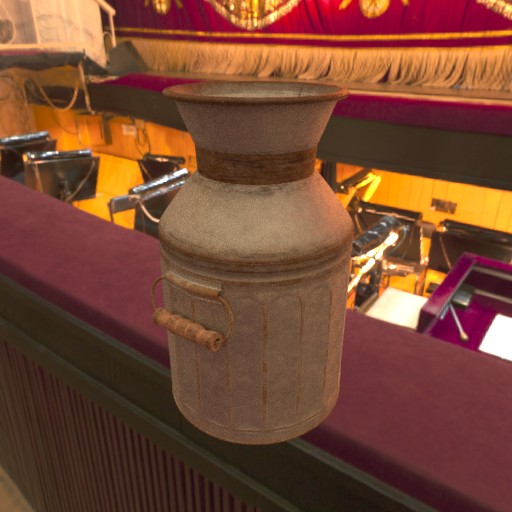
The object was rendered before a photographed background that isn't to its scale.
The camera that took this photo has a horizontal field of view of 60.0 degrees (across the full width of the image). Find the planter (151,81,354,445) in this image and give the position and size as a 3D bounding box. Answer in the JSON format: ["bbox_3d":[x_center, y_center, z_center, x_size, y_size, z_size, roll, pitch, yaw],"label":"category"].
[{"bbox_3d":[0.000,0.000,0.502,0.215,0.358,0.248,17,31,31],"label":"planter"}]
